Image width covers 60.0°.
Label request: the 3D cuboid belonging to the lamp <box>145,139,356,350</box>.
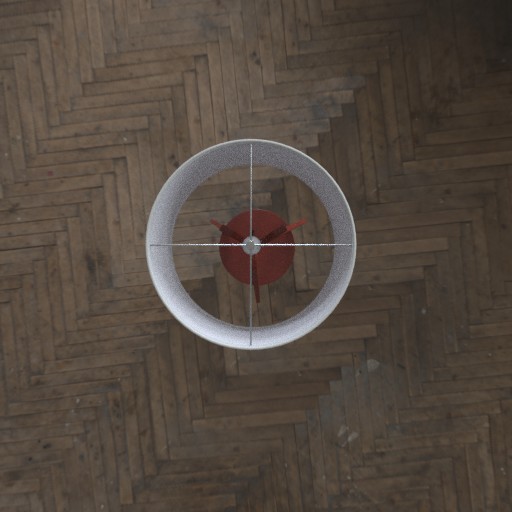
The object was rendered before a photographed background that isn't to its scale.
[{"bbox_3d":[0.000,0.000,1.727,0.539,1.472,0.542,0,91,1],"label":"lamp"}]
